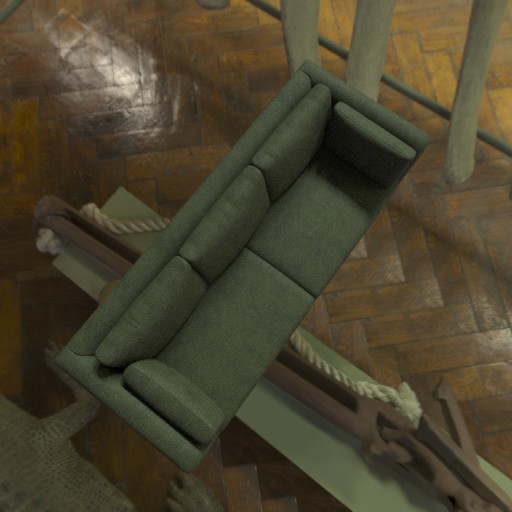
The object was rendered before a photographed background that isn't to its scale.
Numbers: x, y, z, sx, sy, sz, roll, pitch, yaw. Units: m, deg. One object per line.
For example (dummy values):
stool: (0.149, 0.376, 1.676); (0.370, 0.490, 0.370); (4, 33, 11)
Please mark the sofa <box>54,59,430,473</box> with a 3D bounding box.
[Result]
sofa: (0.000, 0.000, 2.882); (0.969, 0.867, 2.415); (36, 78, 9)
